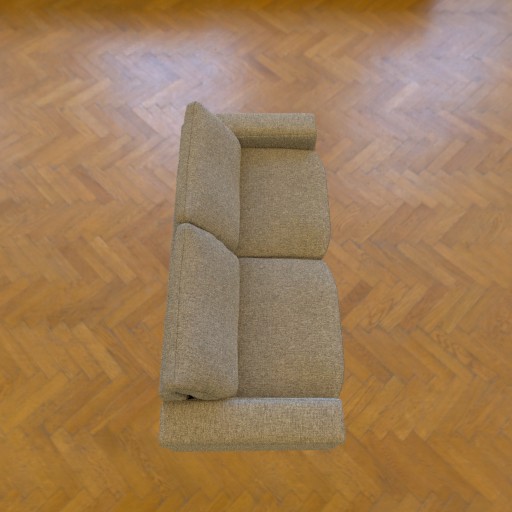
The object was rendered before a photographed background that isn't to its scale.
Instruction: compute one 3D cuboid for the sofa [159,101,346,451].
[{"bbox_3d":[0.000,0.000,2.906,1.040,0.922,2.299,-1,63,0],"label":"sofa"}]
